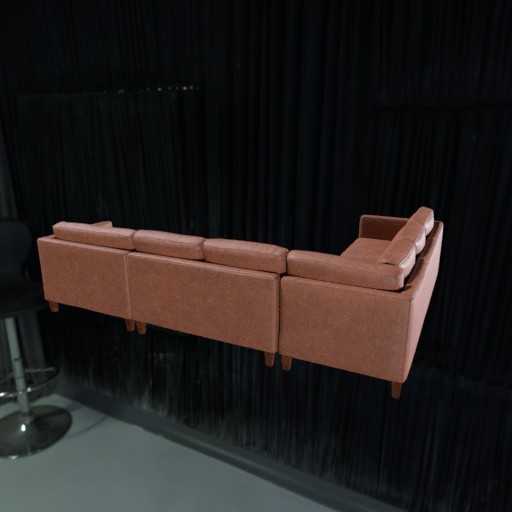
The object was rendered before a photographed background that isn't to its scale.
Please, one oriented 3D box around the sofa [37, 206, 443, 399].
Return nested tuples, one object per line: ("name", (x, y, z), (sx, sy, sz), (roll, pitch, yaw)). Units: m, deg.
("sofa", (0.000, 0.000, 4.663), (3.460, 0.923, 2.593), (8, 18, 25))
